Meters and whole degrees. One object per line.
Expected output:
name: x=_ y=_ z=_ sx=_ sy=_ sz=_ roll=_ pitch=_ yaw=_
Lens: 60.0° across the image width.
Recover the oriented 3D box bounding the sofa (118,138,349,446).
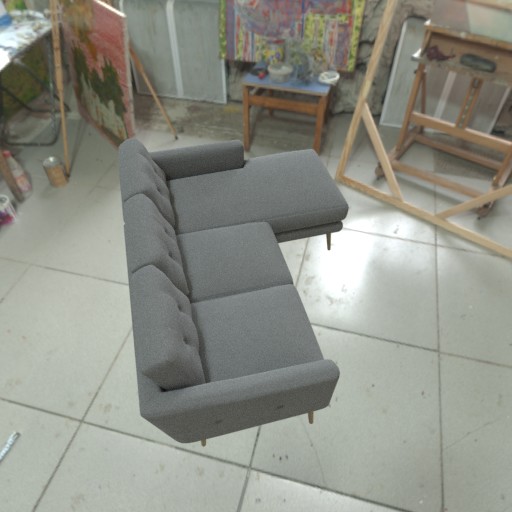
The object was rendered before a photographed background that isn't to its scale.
sofa: x=0.000 y=0.000 z=2.816 sx=1.530 sy=0.860 sz=2.040 roll=-11 pitch=48 yaw=-10
